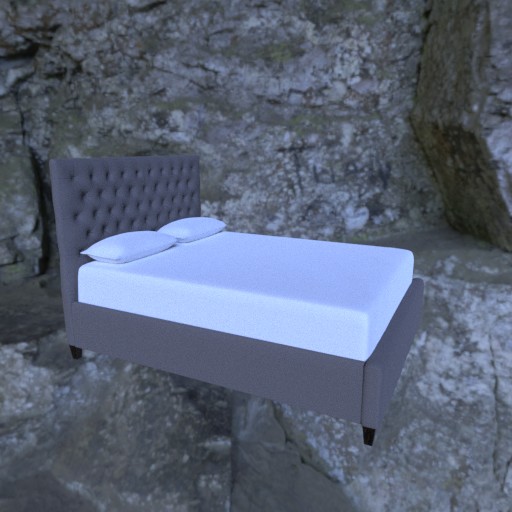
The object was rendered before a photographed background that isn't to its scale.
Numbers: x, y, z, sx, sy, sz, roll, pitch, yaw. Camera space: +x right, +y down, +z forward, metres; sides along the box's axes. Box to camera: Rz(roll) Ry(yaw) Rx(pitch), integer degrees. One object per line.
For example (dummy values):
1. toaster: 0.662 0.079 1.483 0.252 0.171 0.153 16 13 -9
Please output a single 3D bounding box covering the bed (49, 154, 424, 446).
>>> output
1. bed: 0.000 0.000 3.297 2.233 1.426 1.696 7 16 26
